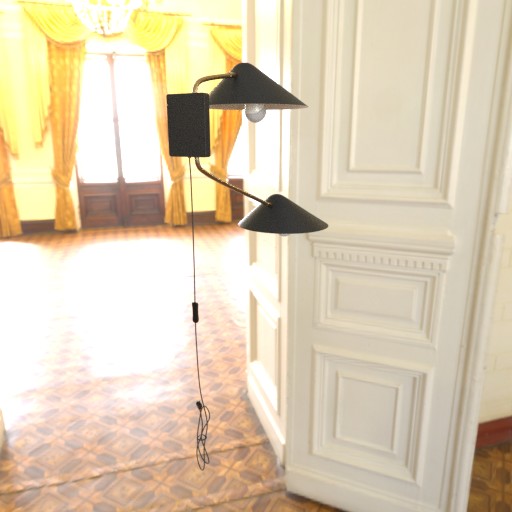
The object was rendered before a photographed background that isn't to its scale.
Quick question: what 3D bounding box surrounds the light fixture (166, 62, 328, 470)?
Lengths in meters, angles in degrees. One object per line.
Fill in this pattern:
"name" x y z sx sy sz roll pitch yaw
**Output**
"light fixture" 0.000 0.000 0.836 0.189 0.665 0.422 8 17 27
